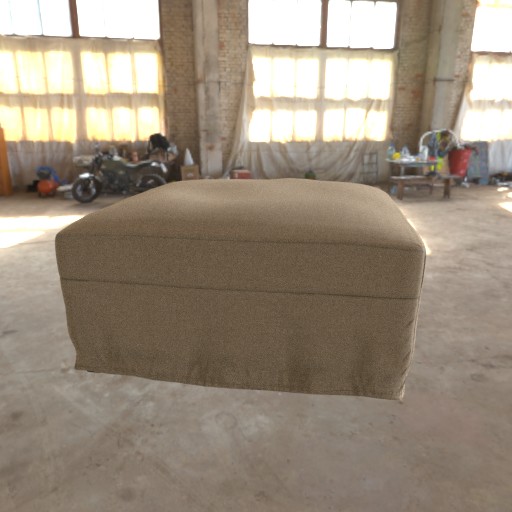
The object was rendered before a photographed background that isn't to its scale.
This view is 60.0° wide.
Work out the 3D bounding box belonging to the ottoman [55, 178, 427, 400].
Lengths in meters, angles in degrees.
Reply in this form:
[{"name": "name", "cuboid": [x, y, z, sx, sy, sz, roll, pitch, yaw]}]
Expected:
[{"name": "ottoman", "cuboid": [0.000, 0.000, 1.378, 0.843, 0.436, 0.840, 3, 17, 9]}]
